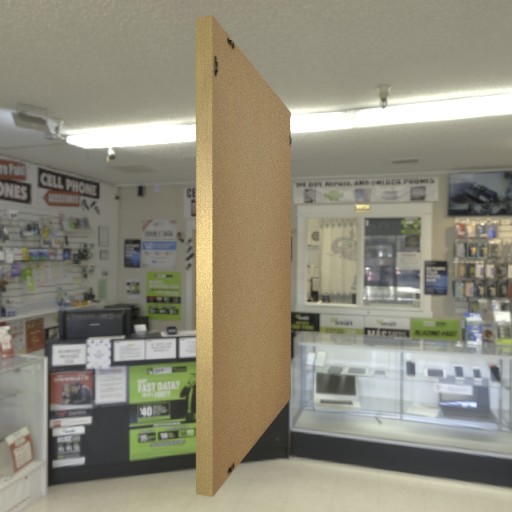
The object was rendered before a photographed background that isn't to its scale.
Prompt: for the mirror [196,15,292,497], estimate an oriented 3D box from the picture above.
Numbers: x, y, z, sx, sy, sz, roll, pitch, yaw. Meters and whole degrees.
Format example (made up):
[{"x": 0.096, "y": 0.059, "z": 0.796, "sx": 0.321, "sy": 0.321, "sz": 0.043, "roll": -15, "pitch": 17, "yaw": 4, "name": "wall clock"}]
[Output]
[{"x": 0.000, "y": 0.000, "z": 1.134, "sx": 0.040, "sy": 0.915, "sz": 0.609, "roll": 0, "pitch": 0, "yaw": 19, "name": "mirror"}]
